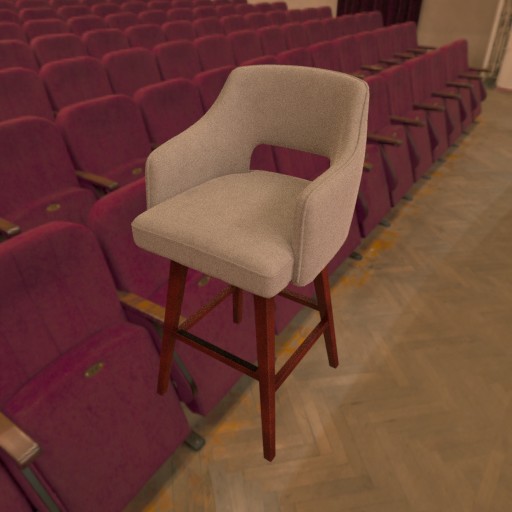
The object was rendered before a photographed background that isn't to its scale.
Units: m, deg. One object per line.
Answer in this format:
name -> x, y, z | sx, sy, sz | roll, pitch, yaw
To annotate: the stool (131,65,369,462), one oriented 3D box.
stool -> 0.000, 0.000, 1.360 | 0.548, 1.012, 0.558 | 20, 37, 28
